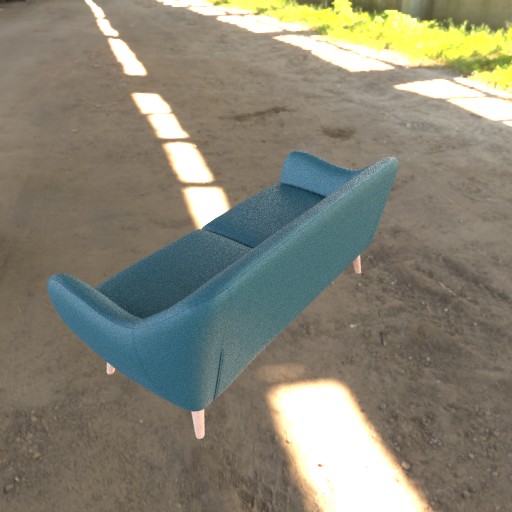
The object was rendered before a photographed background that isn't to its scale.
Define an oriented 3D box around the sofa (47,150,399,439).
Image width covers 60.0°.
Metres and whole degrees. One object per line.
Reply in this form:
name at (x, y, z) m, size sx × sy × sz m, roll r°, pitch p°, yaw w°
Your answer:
sofa at (0.000, 0.000, 2.295) m, size 0.820 × 0.836 × 1.840 m, roll 23°, pitch 40°, yaw 30°
